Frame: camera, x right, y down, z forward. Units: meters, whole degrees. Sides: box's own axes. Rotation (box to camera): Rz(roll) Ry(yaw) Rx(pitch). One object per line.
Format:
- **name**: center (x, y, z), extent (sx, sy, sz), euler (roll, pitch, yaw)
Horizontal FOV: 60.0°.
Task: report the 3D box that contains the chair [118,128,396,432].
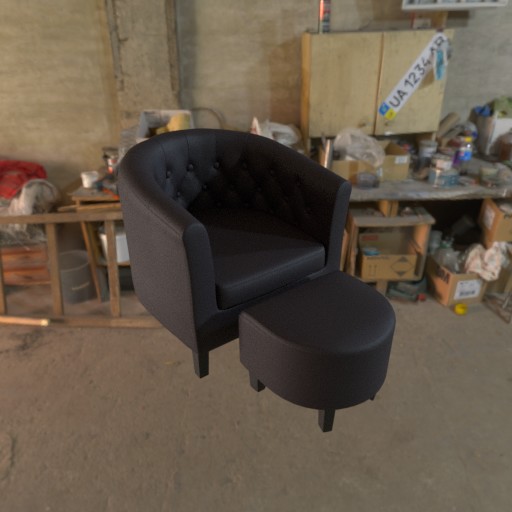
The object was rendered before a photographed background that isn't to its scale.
- **chair**: center (0.000, 0.000, 1.689), extent (0.763, 0.760, 1.191), euler (-19, 33, -32)
